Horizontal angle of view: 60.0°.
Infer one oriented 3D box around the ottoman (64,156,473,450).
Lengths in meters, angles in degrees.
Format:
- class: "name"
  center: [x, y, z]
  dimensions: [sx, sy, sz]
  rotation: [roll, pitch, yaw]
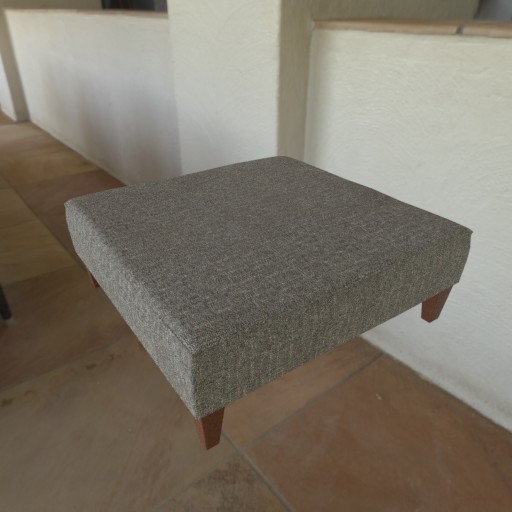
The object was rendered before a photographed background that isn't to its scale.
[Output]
- class: "ottoman"
  center: [0.000, 0.000, 1.548]
  dimensions: [1.016, 0.379, 0.981]
  rotation: [-19, 35, -30]
